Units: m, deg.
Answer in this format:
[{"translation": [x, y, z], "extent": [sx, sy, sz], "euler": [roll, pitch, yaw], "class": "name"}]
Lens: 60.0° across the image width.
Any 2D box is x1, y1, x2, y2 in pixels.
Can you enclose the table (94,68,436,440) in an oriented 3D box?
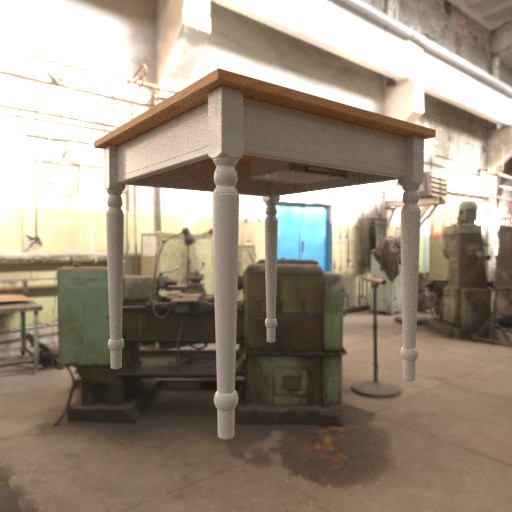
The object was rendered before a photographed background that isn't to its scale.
[{"translation": [0.000, 0.000, 1.369], "extent": [0.747, 0.738, 0.747], "euler": [-1, 2, -37], "class": "table"}]
